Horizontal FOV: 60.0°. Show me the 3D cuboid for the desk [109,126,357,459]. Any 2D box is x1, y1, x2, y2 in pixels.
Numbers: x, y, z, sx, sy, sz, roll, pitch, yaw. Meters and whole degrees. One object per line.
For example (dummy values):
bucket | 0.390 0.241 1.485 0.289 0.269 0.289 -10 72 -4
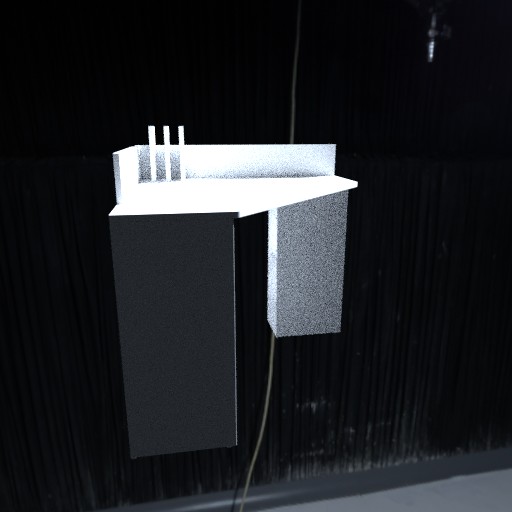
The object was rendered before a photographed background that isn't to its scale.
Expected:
desk | 0.000 0.000 1.744 0.940 0.986 0.940 -3 16 -10
